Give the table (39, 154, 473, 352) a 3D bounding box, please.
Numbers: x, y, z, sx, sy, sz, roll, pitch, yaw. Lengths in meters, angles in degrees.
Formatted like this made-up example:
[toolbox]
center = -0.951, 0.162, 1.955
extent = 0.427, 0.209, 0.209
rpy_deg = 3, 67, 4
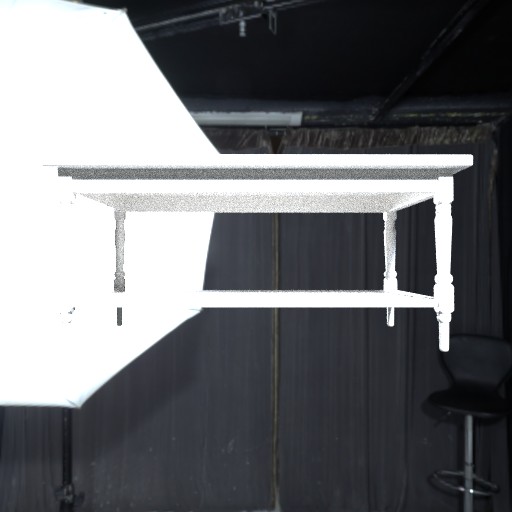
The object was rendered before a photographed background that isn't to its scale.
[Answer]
[table]
center = 0.000, 0.000, 1.402
extent = 1.107, 0.510, 0.550
rpy_deg = 0, -1, 0
